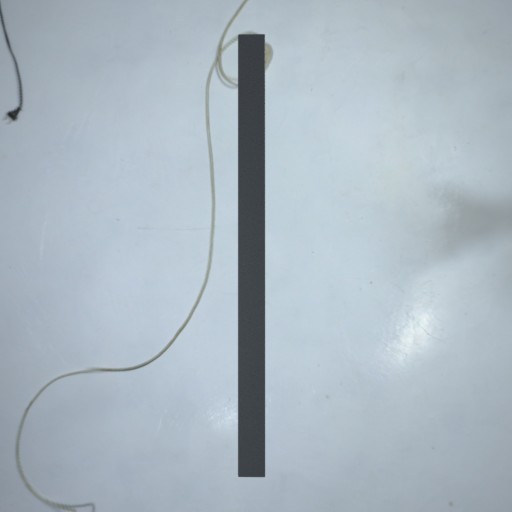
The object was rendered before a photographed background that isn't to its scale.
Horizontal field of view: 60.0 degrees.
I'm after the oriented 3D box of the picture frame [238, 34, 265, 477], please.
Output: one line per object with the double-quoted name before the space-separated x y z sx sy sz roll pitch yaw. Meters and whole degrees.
"picture frame" 0.000 0.000 0.739 0.028 0.556 0.460 0 90 1
